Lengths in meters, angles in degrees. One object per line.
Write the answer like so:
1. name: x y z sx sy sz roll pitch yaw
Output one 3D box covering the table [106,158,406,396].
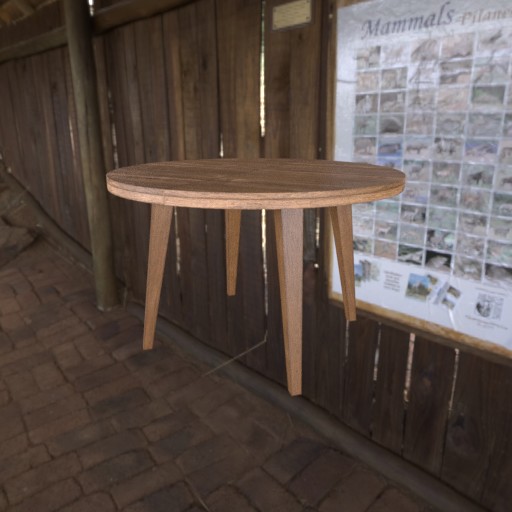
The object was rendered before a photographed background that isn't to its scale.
1. table: 0.000 0.000 1.998 1.213 0.764 1.213 0 17 0
